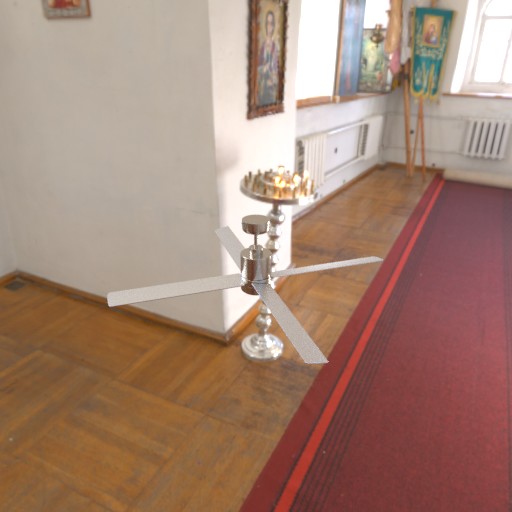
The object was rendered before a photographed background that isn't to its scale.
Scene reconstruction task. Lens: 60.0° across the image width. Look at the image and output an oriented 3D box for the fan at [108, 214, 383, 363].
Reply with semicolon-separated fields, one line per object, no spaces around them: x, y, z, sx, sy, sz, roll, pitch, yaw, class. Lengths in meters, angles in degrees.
0.000;0.000;2.018;1.322;0.355;1.322;-8;26;-17;fan
